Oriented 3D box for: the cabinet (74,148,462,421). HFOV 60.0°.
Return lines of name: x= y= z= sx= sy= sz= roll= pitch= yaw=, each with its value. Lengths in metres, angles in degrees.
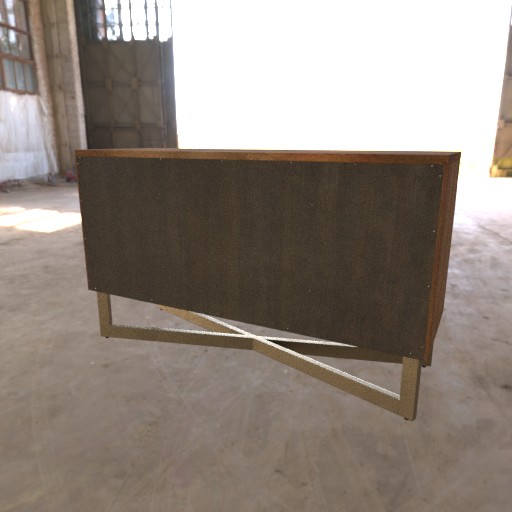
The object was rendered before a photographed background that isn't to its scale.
cabinet: x=0.000 y=0.000 z=1.751 sx=1.373 sy=0.812 sz=0.480 roll=8 pitch=16 yaw=27
